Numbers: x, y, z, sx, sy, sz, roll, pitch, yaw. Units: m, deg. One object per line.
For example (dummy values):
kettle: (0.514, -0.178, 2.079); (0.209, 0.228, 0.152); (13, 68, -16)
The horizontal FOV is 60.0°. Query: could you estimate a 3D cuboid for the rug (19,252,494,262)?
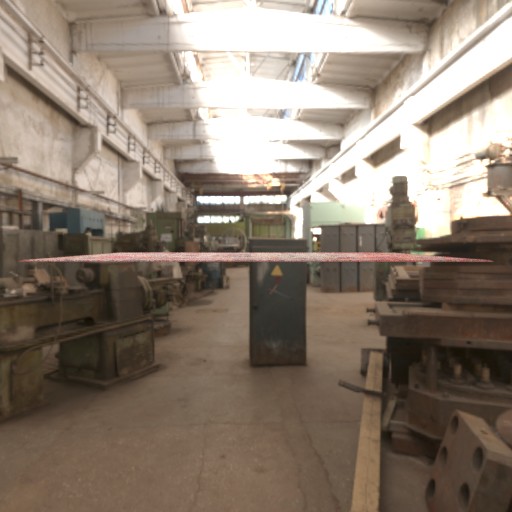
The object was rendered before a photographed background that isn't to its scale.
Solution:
rug: (0.000, 0.000, 2.308); (1.829, 0.006, 1.219); (0, 2, 0)
